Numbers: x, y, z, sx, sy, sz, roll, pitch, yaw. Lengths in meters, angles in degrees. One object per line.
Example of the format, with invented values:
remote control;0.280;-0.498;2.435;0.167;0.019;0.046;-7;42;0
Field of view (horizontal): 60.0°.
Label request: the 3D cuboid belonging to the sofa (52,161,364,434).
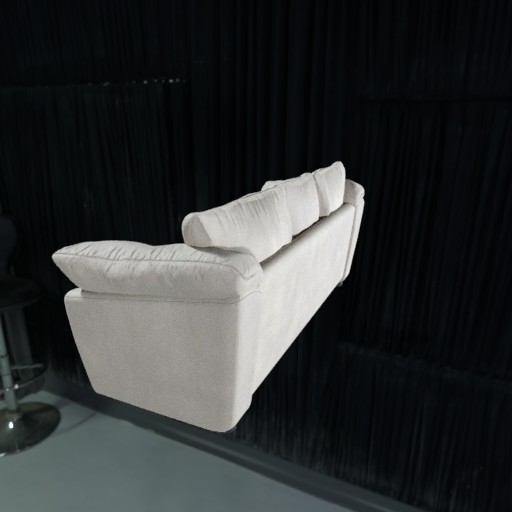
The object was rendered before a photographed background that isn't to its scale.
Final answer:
sofa;0.000;0.000;2.761;0.878;0.996;2.334;8;19;23
